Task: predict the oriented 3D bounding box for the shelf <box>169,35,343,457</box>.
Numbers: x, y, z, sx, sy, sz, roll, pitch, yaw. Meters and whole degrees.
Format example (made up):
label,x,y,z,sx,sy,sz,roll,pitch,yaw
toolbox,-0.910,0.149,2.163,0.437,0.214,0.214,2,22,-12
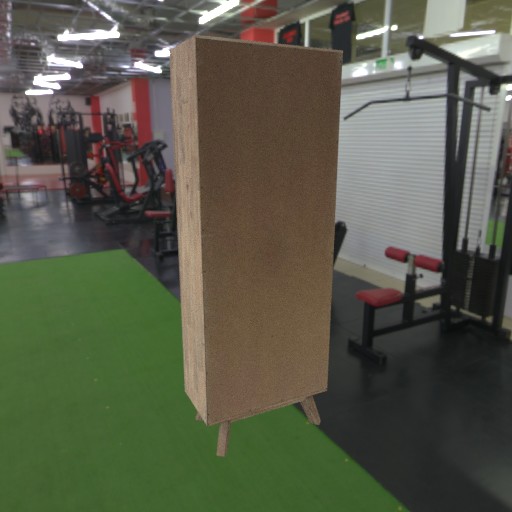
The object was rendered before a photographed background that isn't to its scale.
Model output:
label,x,y,z,sx,sy,sz,roll,pitch,yaw
shelf,0.000,0.000,1.570,0.491,1.342,0.267,-7,17,-26
